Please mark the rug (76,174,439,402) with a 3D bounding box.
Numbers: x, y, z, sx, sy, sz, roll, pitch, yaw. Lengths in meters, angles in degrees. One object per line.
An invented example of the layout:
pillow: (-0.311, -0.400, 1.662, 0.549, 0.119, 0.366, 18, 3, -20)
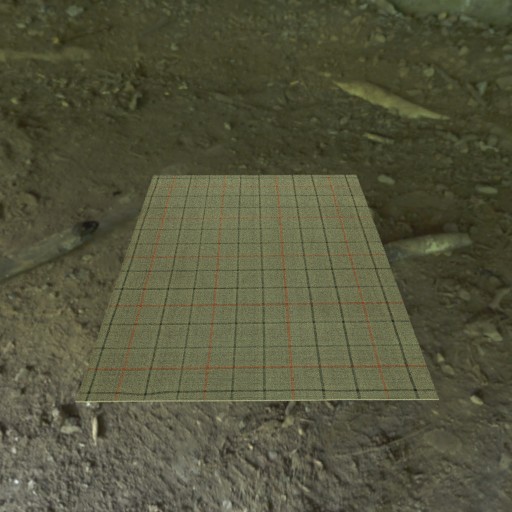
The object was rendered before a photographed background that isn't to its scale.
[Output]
rug: (0.000, 0.000, 4.146, 2.444, 0.012, 3.048, 0, 40, 0)
